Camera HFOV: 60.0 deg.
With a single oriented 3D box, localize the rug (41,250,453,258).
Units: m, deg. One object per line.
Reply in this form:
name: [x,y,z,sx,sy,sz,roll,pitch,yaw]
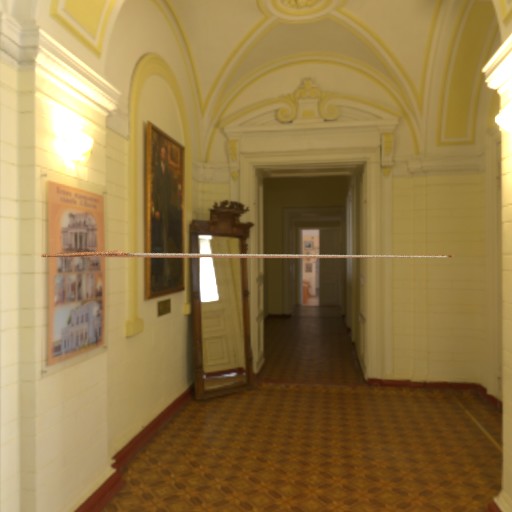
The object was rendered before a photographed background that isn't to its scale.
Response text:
rug: [0.000,0.000,2.581,2.092,0.017,1.232,0,-1,-36]
